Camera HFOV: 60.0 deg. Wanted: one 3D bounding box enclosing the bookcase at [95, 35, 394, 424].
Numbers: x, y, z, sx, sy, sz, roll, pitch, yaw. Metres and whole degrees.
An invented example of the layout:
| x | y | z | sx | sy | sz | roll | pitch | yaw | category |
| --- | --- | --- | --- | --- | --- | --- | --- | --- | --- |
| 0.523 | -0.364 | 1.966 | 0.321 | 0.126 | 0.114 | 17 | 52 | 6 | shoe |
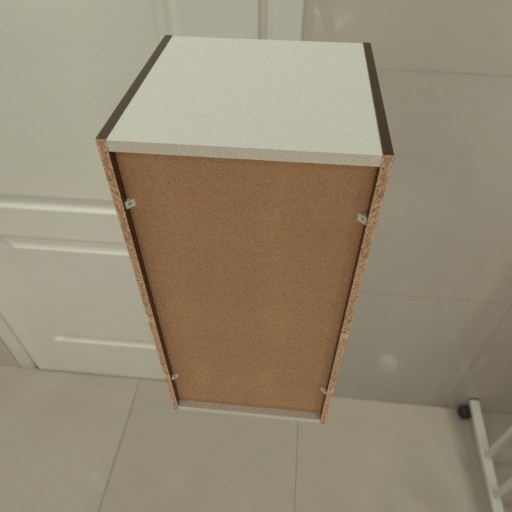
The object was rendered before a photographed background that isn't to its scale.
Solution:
| x | y | z | sx | sy | sz | roll | pitch | yaw | category |
| --- | --- | --- | --- | --- | --- | --- | --- | --- | --- |
| 0.000 | 0.000 | 0.752 | 0.300 | 0.600 | 0.290 | 4 | 46 | 4 | bookcase |
